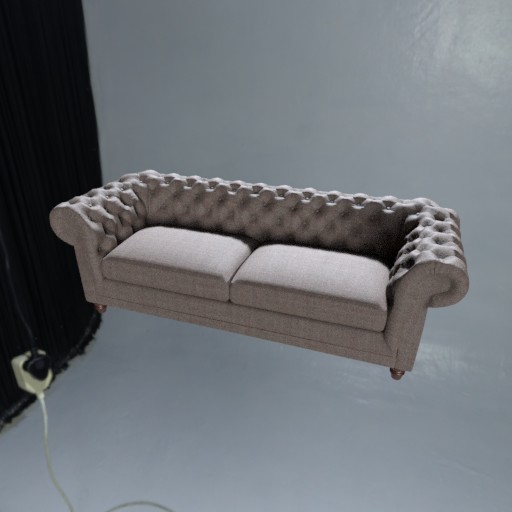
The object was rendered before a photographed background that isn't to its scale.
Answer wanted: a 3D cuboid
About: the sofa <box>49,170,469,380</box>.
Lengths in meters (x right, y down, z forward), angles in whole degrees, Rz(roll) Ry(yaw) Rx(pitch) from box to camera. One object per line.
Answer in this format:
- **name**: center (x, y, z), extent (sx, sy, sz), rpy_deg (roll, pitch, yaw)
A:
- **sofa**: center (0.000, 0.000, 2.858), extent (2.385, 0.787, 0.944), rpy_deg (9, 28, 18)
